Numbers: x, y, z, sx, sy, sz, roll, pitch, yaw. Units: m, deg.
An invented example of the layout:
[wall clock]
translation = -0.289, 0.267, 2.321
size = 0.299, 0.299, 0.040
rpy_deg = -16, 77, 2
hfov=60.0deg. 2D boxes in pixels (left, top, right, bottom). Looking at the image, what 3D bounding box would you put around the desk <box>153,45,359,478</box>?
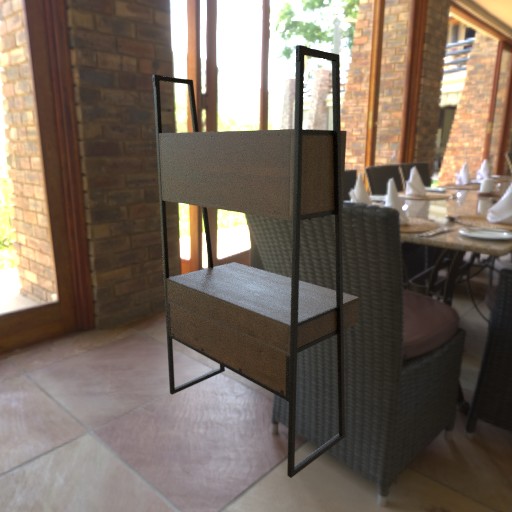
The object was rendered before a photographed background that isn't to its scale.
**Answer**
[desk]
translation = 0.000, 0.000, 2.298
size = 0.515, 1.809, 0.982
rpy_deg = -13, 19, -42
